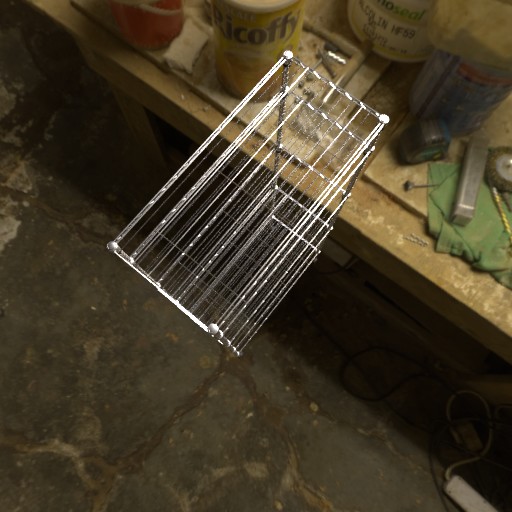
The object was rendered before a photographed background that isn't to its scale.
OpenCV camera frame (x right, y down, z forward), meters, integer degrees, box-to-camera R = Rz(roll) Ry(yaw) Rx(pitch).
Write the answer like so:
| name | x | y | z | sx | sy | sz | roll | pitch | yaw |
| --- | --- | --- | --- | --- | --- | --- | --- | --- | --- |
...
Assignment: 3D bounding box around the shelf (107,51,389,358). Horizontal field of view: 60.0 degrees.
| name | x | y | z | sx | sy | sz | roll | pitch | yaw |
| --- | --- | --- | --- | --- | --- | --- | --- | --- | --- |
| shelf | 0.000 | 0.000 | 1.911 | 0.356 | 1.587 | 0.762 | 38 | 78 | 9 |
